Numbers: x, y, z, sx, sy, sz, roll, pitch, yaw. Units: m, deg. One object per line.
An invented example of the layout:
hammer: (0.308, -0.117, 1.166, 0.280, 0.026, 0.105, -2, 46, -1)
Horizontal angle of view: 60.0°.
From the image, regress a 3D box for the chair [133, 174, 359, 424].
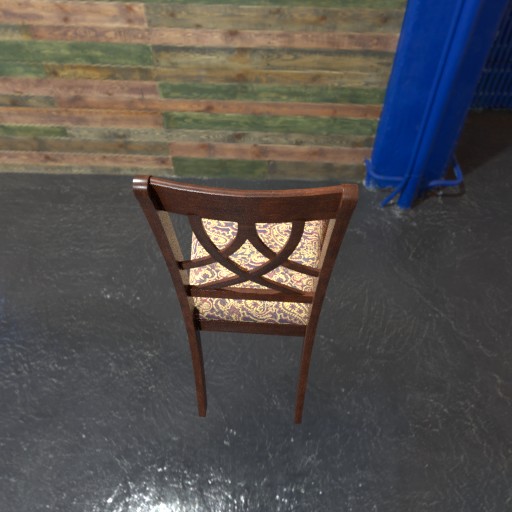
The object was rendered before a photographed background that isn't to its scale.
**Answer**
chair: (0.000, 0.000, 1.299, 0.457, 0.965, 0.584, 3, 48, 3)
